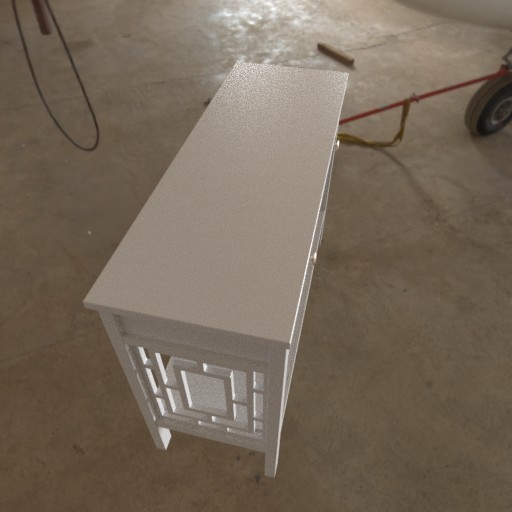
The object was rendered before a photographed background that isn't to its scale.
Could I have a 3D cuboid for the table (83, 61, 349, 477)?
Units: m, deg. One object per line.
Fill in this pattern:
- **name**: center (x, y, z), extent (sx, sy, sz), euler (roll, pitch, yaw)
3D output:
- **table**: center (0.000, 0.000, 1.408), extent (0.397, 0.753, 1.068), euler (10, 47, 9)
